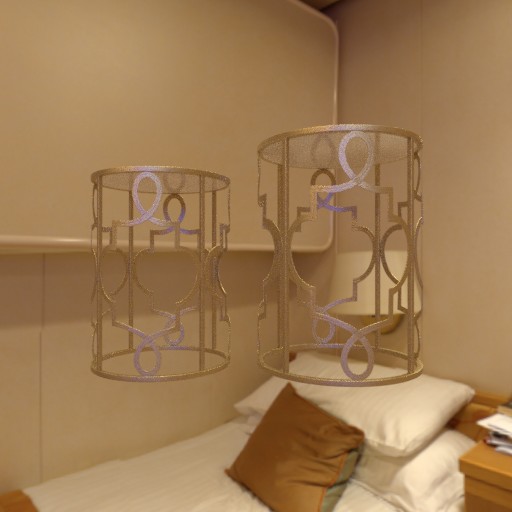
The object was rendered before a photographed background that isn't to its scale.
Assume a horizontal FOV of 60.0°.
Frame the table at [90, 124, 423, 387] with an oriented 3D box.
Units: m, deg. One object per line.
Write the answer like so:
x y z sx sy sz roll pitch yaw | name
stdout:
0.000 0.000 1.164 0.846 0.564 0.420 0 0 1 | table
